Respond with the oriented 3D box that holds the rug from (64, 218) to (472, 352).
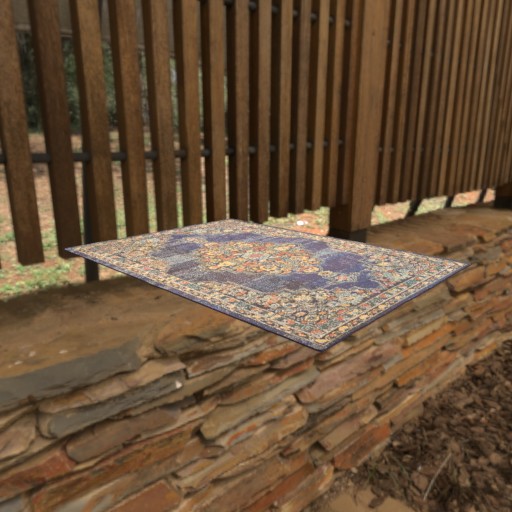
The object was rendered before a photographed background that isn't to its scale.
[{"bbox_3d":[0.000,0.000,2.961,2.232,0.009,1.630,14,21,42],"label":"rug"}]
